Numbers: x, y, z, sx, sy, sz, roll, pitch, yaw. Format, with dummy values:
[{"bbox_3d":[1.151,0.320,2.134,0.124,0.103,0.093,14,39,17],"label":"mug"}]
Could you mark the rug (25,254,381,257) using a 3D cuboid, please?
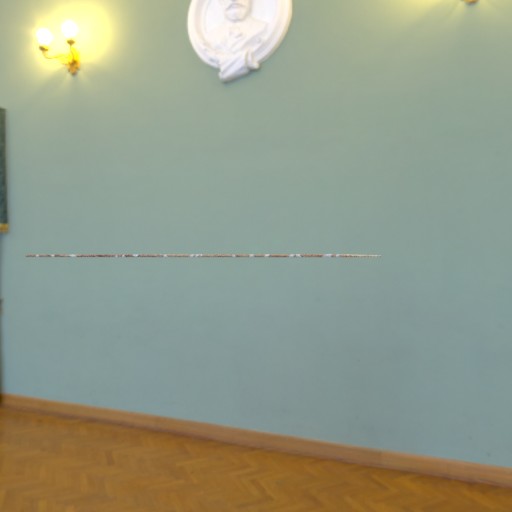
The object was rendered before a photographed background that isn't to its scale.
[{"bbox_3d":[0.000,0.000,3.038,1.517,0.011,2.435,0,0,19],"label":"rug"}]
